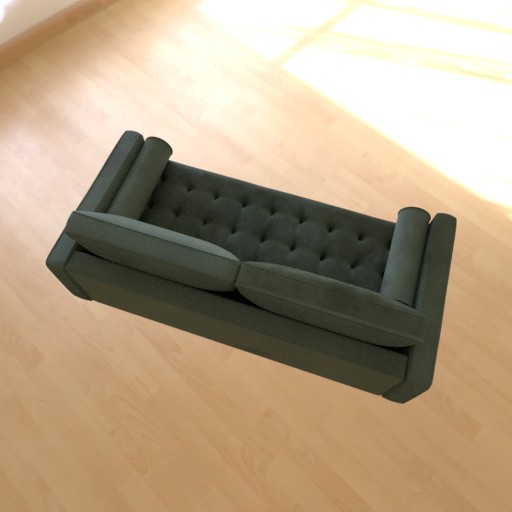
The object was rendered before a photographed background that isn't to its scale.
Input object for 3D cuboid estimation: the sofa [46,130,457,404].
[{"bbox_3d":[0.000,0.000,2.340,1.880,0.772,0.916,17,65,8],"label":"sofa"}]
